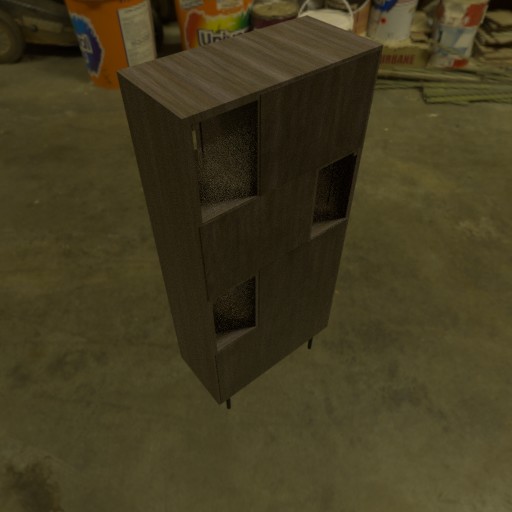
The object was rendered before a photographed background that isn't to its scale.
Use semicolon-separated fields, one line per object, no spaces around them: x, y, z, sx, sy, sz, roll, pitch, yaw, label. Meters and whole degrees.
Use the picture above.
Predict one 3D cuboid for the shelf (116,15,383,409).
0.000;0.000;1.751;0.670;1.545;0.323;-30;53;-26;shelf
